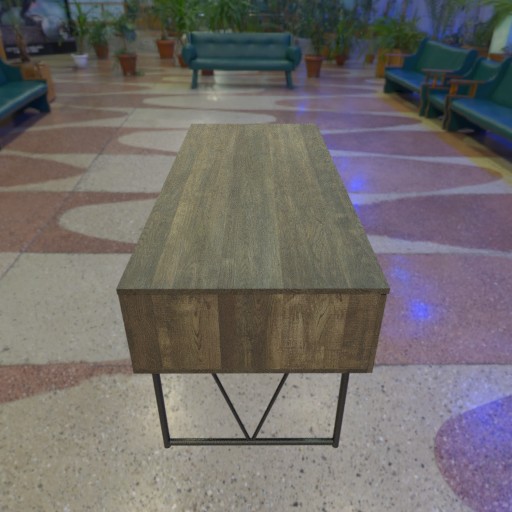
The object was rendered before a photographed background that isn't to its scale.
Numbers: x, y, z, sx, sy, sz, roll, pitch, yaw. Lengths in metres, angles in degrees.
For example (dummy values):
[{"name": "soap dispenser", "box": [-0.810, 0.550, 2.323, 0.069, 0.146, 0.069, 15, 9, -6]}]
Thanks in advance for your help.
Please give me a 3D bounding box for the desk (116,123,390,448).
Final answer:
[{"name": "desk", "box": [0.000, 0.000, 2.035, 0.730, 0.780, 1.600, 0, 31, 0]}]
